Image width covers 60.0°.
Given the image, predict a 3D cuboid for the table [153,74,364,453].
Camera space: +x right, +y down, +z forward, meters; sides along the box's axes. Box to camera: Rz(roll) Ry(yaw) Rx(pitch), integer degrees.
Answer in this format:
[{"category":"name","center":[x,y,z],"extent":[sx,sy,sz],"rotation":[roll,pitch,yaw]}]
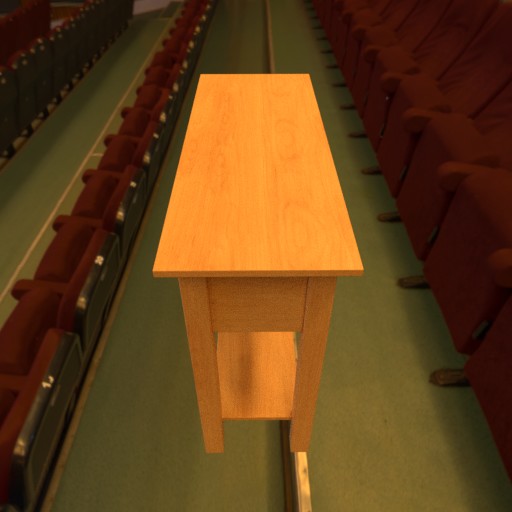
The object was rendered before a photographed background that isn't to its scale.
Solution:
[{"category":"table","center":[0.000,0.000,1.288],"extent":[0.340,0.728,0.900],"rotation":[0,41,0]}]
